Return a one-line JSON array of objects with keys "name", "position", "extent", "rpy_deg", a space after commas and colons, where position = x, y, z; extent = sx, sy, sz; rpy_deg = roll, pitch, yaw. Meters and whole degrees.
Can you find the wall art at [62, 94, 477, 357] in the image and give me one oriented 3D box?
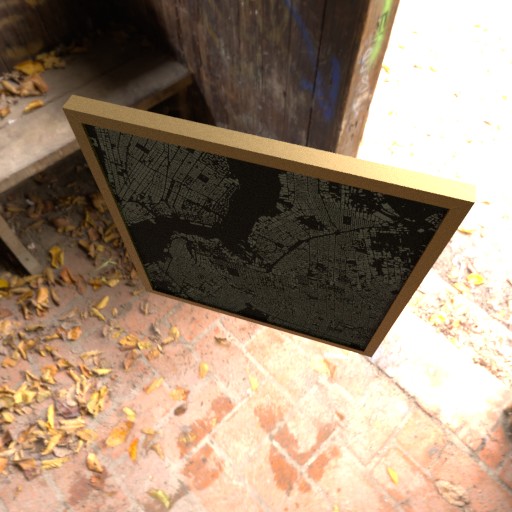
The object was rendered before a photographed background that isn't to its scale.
[{"name": "wall art", "position": [0.000, 0.000, 2.822], "extent": [1.926, 1.926, 0.099], "rpy_deg": [15, 59, 9]}]
